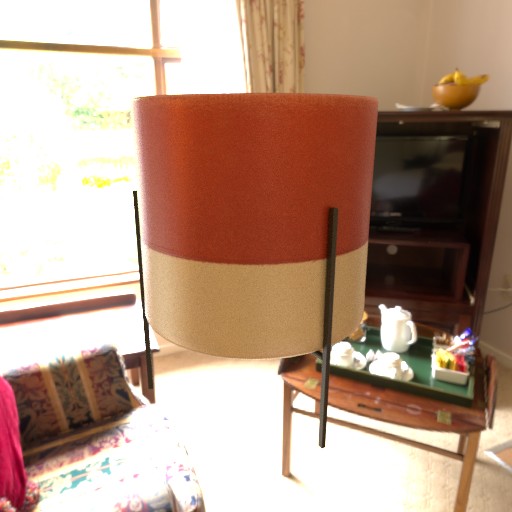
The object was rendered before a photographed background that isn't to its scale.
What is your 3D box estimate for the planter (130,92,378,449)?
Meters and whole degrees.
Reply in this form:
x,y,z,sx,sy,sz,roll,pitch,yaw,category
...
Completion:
x,y,z,sx,sy,sz,roll,pitch,yaw,category
0.000,0.000,0.700,0.345,0.465,0.354,9,19,26,planter
